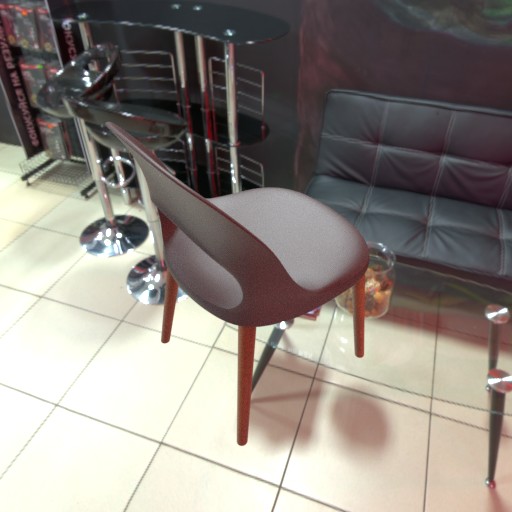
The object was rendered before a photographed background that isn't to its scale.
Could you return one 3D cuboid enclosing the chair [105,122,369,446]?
[{"bbox_3d":[0.000,0.000,1.144,0.556,0.795,0.470,-26,47,-27],"label":"chair"}]
